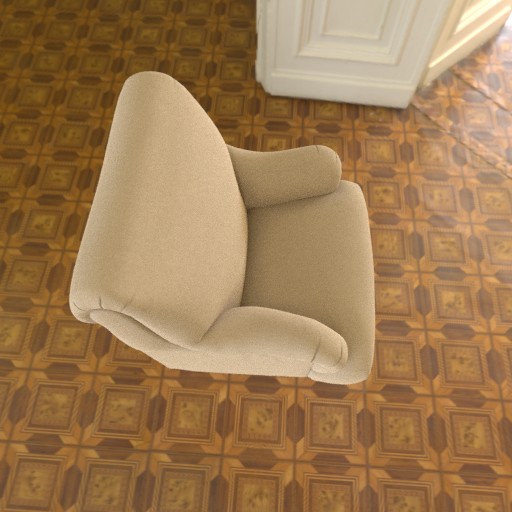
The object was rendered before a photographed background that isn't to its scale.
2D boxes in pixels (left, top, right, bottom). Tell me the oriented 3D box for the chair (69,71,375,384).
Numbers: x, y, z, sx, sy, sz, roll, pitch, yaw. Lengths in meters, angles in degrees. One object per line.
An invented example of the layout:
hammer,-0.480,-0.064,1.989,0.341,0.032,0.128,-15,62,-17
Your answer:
chair,0.000,0.000,1.513,0.842,0.942,0.766,3,64,1
